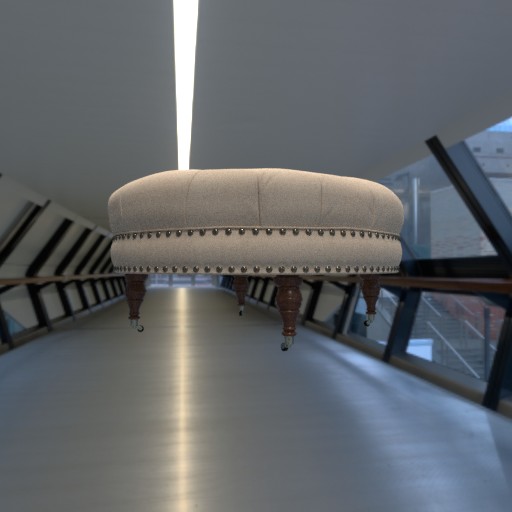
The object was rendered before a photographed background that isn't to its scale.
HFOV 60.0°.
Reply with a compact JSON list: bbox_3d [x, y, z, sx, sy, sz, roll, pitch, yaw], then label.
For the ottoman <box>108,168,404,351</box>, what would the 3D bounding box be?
[{"bbox_3d":[0.000,0.000,1.470,0.940,0.483,0.940,0,-1,0],"label":"ottoman"}]
